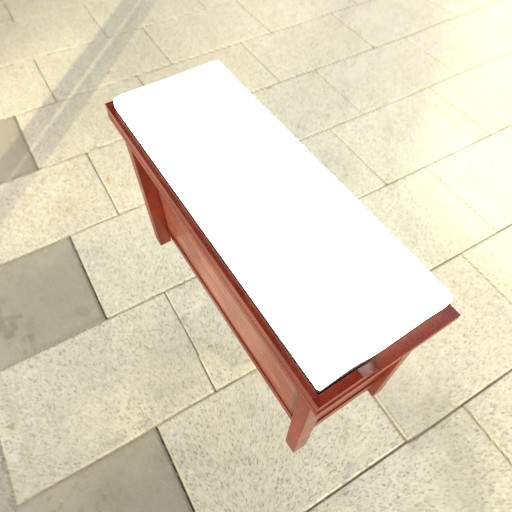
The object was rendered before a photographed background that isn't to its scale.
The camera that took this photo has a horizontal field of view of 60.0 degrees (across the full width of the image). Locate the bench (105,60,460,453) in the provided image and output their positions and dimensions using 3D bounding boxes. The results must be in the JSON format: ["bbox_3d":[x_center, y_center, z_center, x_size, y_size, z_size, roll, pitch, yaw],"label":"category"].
[{"bbox_3d":[0.000,0.000,1.303,0.369,0.646,0.987,-28,61,-17],"label":"bench"}]
